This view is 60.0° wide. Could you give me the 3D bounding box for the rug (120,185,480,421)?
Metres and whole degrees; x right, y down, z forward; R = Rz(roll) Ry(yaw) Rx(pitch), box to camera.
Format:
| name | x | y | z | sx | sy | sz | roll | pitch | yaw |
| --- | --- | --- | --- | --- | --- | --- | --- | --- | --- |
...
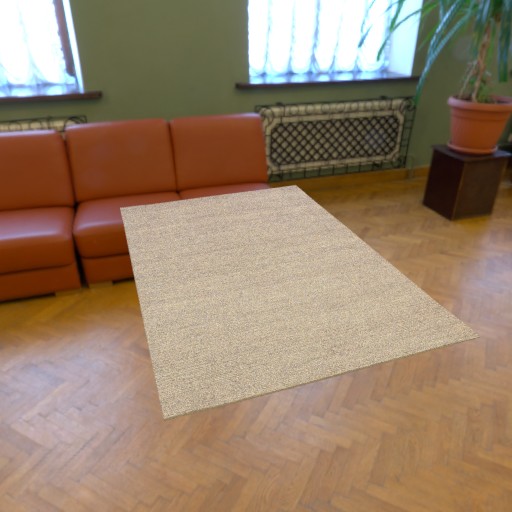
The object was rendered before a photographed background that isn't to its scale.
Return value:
| name | x | y | z | sx | sy | sz | roll | pitch | yaw |
| --- | --- | --- | --- | --- | --- | --- | --- | --- | --- |
| rug | 0.000 | 0.000 | 2.982 | 1.609 | 0.030 | 2.342 | -10 | 31 | -17 |
